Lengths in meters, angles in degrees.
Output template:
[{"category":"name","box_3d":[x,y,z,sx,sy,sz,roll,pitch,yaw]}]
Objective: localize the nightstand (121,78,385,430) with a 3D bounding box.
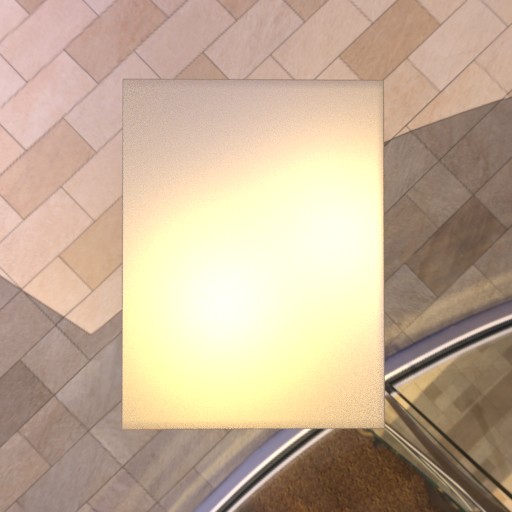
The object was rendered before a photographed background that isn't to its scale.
[{"category":"nightstand","box_3d":[0.000,0.000,0.721,0.288,0.508,0.370,0,89,-1]}]
